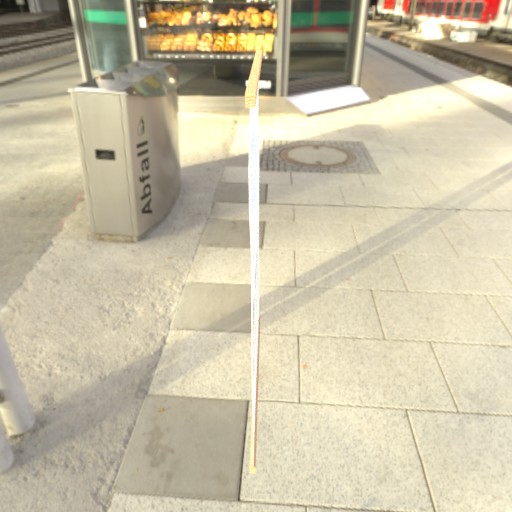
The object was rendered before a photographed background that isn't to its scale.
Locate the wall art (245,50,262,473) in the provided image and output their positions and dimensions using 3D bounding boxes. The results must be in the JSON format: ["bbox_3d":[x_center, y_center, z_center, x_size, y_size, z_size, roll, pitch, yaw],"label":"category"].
[{"bbox_3d":[0.000,0.000,1.913,0.025,1.521,1.011,1,30,1],"label":"wall art"}]
